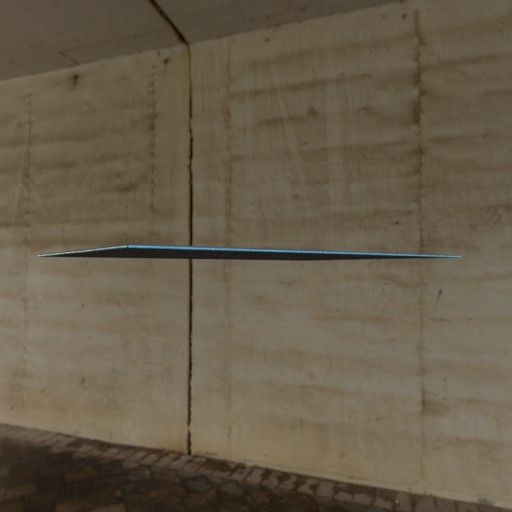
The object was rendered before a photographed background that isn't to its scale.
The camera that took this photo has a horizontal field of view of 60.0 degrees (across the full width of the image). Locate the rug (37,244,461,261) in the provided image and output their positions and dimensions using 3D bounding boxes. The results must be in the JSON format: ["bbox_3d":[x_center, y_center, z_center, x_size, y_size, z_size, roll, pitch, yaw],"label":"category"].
[{"bbox_3d":[0.000,0.000,2.291,1.833,0.012,1.211,1,-2,-37],"label":"rug"}]
